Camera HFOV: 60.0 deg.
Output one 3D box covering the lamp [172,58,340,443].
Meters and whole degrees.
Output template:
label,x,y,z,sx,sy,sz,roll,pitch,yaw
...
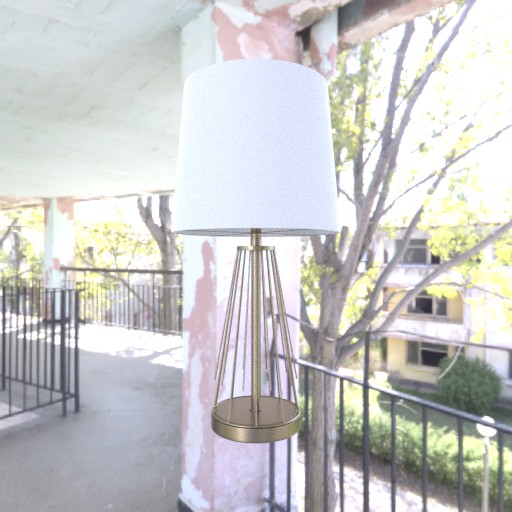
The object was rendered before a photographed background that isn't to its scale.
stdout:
label,x,y,z,sx,sy,sz,roll,pitch,yaw
lamp,0.000,0.000,0.810,0.303,0.618,0.303,0,0,0
